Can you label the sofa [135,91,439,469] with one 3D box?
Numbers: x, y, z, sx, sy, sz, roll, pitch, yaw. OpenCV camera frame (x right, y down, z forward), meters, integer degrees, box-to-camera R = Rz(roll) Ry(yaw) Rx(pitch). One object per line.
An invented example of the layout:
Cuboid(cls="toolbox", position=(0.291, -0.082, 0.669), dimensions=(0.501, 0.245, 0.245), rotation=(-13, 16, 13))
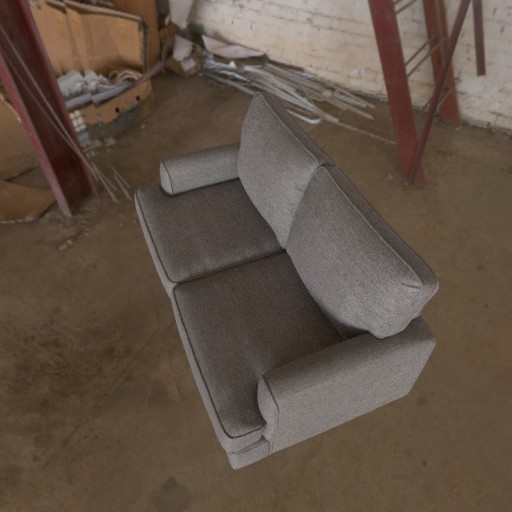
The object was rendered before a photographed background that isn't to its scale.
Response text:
Cuboid(cls="sofa", position=(0.000, 0.000, 2.255), dimensions=(0.965, 0.965, 1.651), rotation=(-17, 50, -15))
